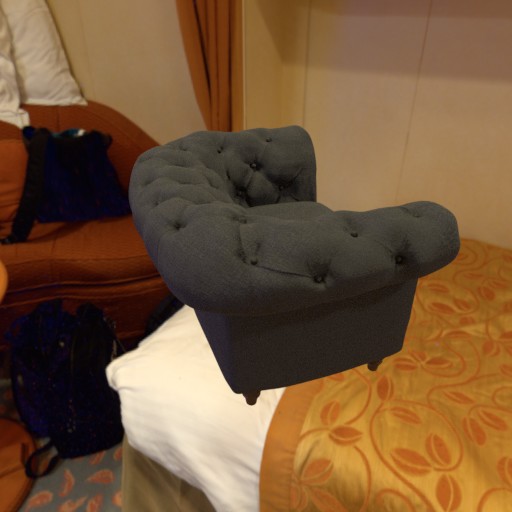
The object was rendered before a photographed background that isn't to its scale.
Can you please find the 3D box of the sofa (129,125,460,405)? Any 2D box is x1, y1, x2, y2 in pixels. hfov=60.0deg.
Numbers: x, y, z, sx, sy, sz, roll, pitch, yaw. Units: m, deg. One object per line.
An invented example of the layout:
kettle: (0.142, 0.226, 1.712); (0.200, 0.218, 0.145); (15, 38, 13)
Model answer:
sofa: (0.000, 0.000, 2.041); (1.032, 0.878, 1.405); (-10, 32, -17)
